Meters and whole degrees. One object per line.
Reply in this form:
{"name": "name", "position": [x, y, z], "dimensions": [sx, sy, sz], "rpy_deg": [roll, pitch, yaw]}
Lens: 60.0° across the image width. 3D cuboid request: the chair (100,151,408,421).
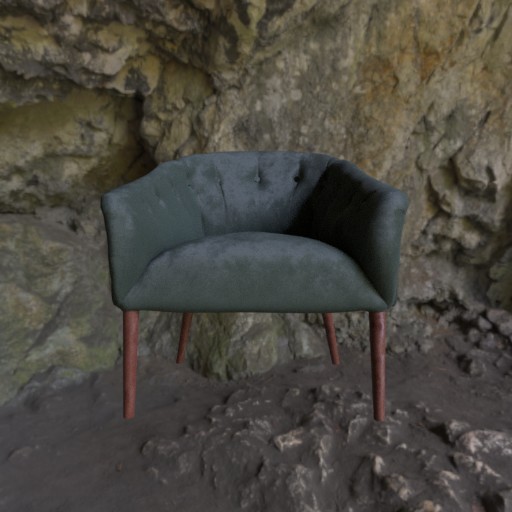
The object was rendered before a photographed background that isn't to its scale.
{"name": "chair", "position": [0.000, 0.000, 1.554], "dimensions": [0.851, 0.885, 0.776], "rpy_deg": [0, 1, 1]}
